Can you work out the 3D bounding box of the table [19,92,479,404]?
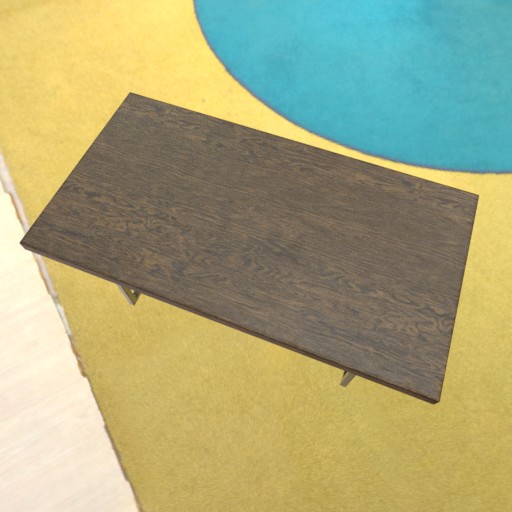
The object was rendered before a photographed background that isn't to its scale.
[{"bbox_3d":[0.000,0.000,2.511,1.989,0.795,1.078,19,64,10],"label":"table"}]
